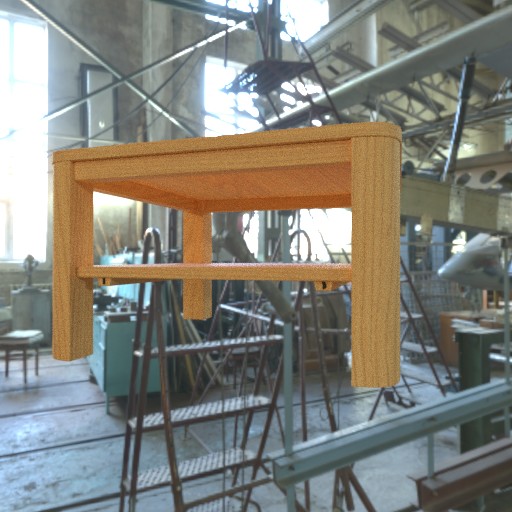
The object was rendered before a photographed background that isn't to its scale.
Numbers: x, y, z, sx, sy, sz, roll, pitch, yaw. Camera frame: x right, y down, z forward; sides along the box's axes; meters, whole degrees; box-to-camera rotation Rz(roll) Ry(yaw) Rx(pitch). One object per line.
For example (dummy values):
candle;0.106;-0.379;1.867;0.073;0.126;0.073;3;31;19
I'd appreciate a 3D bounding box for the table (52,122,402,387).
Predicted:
table;0.000;0.000;1.202;0.750;0.450;0.750;0;0;18
